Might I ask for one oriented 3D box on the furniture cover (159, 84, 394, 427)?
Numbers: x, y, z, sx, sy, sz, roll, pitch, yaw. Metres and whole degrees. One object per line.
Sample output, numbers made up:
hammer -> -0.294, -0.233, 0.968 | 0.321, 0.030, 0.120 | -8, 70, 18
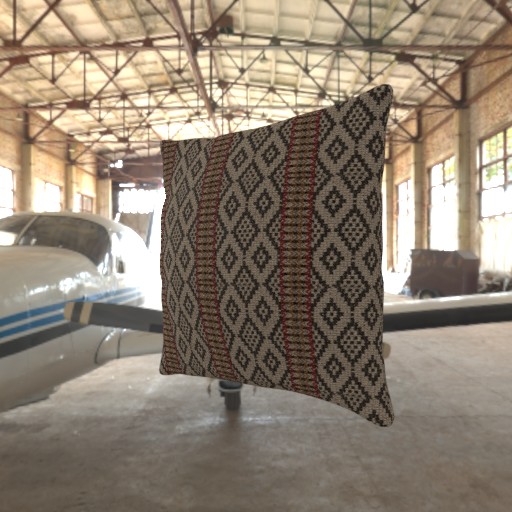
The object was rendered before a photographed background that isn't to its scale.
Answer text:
furniture cover -> 0.000, 0.000, 0.804 | 0.503, 0.506, 0.182 | 0, 0, 37
